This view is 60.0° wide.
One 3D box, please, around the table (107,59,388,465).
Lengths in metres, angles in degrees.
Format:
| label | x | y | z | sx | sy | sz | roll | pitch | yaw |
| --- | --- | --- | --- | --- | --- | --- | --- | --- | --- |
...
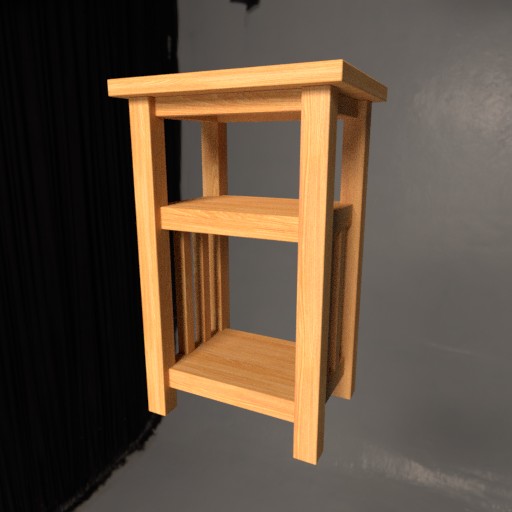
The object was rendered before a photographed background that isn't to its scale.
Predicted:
| label | x | y | z | sx | sy | sz | roll | pitch | yaw |
| --- | --- | --- | --- | --- | --- | --- | --- | --- | --- |
| table | 0.000 | 0.000 | 0.752 | 0.350 | 0.550 | 0.270 | 7 | 15 | 26 |
